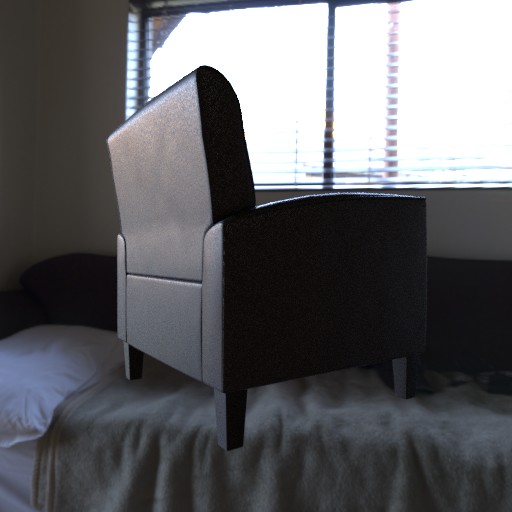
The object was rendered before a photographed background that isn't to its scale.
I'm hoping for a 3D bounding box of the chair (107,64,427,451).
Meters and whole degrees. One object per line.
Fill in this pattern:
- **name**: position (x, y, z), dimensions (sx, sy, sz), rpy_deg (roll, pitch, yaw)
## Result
- **chair**: position (0.000, 0.000, 1.538), dimensions (0.819, 0.916, 0.820), rpy_deg (0, 0, -34)
